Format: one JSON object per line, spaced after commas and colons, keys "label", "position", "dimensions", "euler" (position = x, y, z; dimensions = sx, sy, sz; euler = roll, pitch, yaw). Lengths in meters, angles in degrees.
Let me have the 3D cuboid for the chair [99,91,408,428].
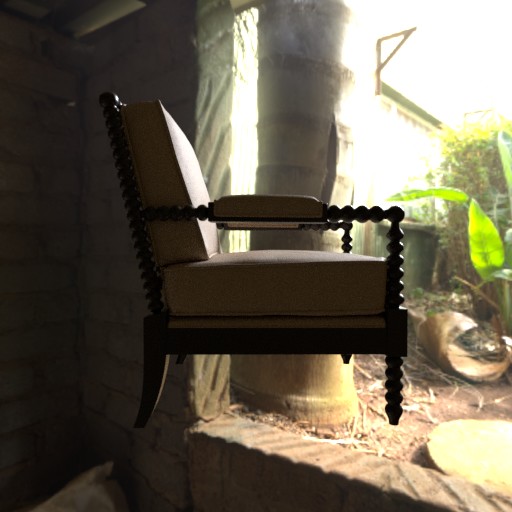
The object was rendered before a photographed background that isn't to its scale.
{"label": "chair", "position": [0.000, 0.000, 1.176], "dimensions": [0.657, 0.703, 0.555], "euler": [0, 1, 0]}
